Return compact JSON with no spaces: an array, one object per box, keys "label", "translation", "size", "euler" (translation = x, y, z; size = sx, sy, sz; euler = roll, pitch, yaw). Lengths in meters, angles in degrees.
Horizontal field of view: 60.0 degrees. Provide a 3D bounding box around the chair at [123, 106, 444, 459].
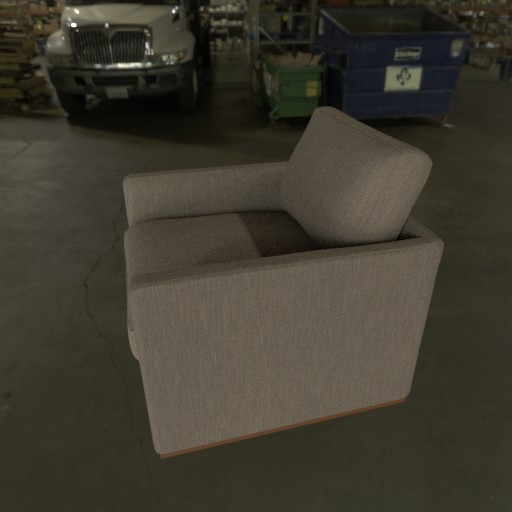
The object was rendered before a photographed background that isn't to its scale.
[{"label":"chair","translation":[0.000,0.000,1.449],"size":[0.834,0.811,0.763],"euler":[-8,31,-13]}]
